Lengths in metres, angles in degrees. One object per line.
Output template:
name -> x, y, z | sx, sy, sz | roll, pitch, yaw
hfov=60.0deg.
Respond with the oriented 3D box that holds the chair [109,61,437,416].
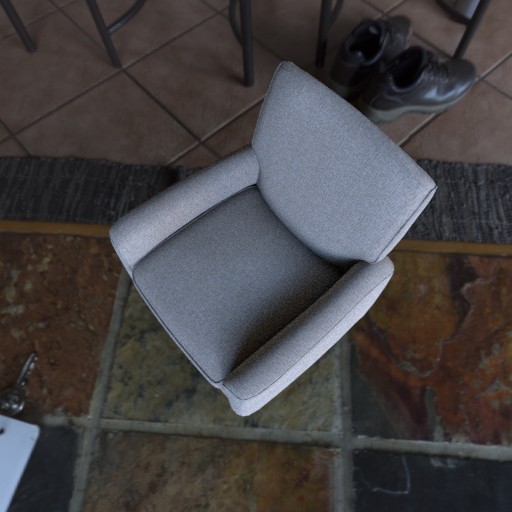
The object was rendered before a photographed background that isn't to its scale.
chair -> 0.000, 0.000, 1.704 | 0.864, 1.014, 0.848 | -37, 70, -16
